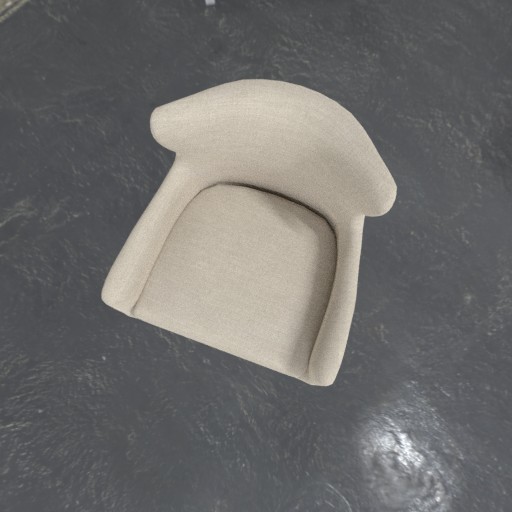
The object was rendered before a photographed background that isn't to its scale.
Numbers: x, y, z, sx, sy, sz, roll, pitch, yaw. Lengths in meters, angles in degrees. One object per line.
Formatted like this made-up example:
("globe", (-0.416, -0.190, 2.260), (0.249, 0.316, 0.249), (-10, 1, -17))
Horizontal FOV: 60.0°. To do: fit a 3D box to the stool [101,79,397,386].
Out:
("stool", (0.000, 0.000, 1.422), (0.615, 0.987, 0.637), (19, 76, 5))
